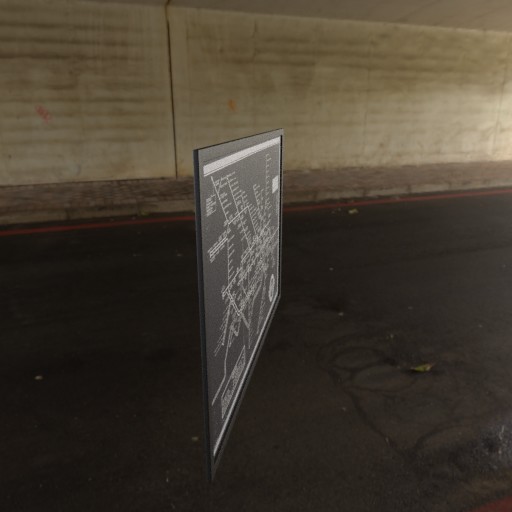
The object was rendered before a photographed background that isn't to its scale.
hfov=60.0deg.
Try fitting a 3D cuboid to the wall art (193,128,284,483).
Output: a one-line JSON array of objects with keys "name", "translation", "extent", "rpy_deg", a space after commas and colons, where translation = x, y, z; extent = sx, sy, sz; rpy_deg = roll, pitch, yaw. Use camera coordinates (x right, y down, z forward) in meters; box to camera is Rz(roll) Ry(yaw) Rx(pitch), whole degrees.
[{"name": "wall art", "translation": [0.000, 0.000, 1.534], "extent": [0.013, 0.811, 1.192], "rpy_deg": [4, 18, 11]}]
